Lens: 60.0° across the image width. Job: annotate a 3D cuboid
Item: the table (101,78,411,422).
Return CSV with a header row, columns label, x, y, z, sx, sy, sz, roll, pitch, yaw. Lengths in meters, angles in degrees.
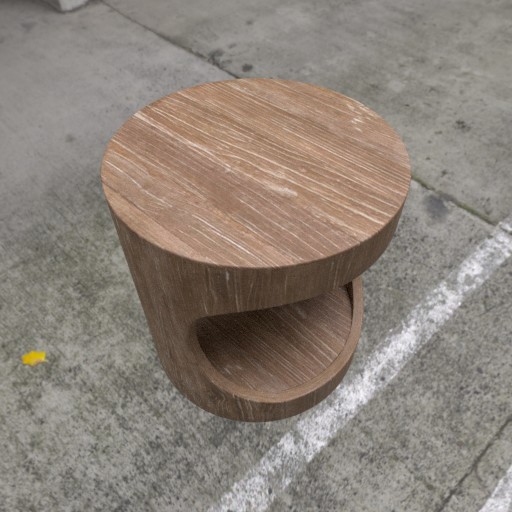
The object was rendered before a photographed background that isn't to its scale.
label,x,y,z,sx,sy,sz,roll,pitch,yaw
table,0.000,0.000,0.977,0.527,0.551,0.527,0,49,0
